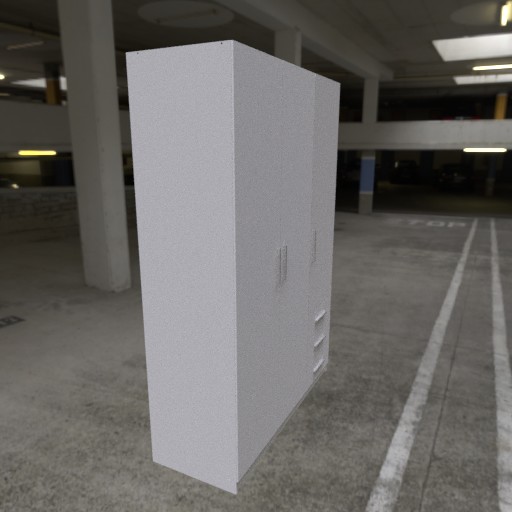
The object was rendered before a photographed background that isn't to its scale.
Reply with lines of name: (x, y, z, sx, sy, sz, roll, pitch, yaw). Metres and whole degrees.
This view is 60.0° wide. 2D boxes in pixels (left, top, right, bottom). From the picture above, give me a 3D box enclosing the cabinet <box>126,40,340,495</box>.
cabinet: (0.000, 0.000, 2.452, 0.510, 1.910, 1.290, 7, 16, 26)
